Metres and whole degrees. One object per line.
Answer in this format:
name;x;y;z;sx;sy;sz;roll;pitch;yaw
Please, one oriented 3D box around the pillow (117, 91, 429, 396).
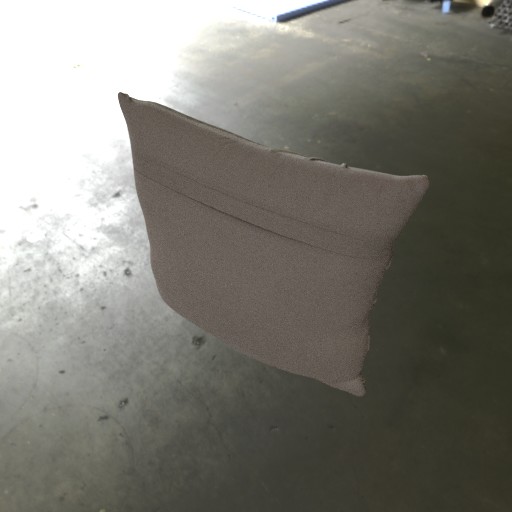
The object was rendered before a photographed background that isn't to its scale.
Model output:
pillow;0.000;0.000;0.684;0.439;0.440;0.185;23;50;21
